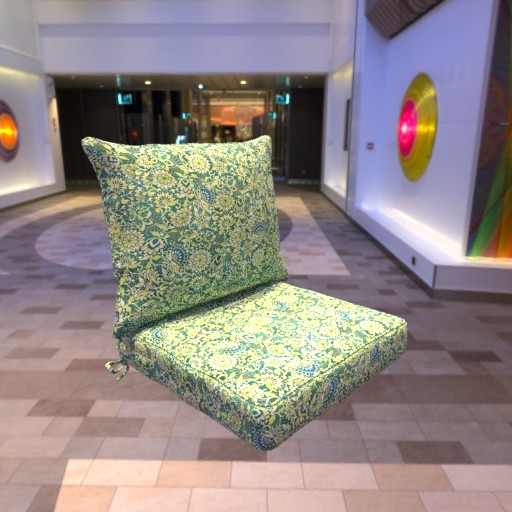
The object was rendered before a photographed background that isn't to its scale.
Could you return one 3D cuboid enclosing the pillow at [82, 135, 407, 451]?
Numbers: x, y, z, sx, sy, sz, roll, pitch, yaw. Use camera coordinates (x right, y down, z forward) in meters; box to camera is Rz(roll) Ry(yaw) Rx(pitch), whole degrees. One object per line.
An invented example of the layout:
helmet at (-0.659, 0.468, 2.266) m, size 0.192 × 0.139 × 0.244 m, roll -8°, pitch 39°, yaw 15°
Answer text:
pillow at (0.000, 0.000, 1.375) m, size 0.740 × 0.722 × 0.798 m, roll 14°, pitch 21°, yaw 42°
